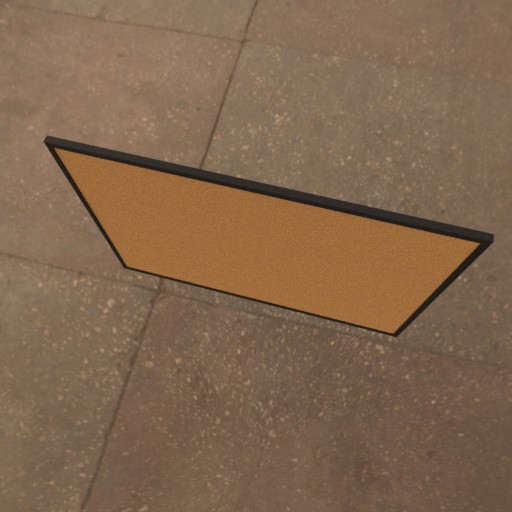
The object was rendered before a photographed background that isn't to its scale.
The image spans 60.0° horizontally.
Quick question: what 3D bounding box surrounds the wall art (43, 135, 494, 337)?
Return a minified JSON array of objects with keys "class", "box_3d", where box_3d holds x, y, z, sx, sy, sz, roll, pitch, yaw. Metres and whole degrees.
[{"class":"wall art","box_3d":[0.000,0.000,0.841,0.664,0.458,0.013,14,64,7]}]
